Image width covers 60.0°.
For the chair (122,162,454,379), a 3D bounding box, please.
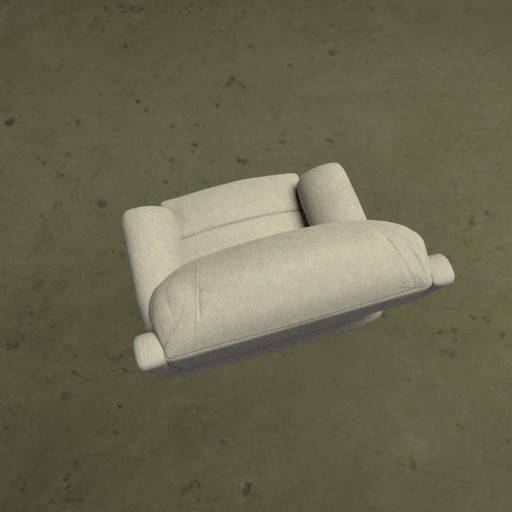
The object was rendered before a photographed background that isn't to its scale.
[{"bbox_3d":[0.000,0.000,1.682,0.930,1.011,0.899,-14,60,-8],"label":"chair"}]
